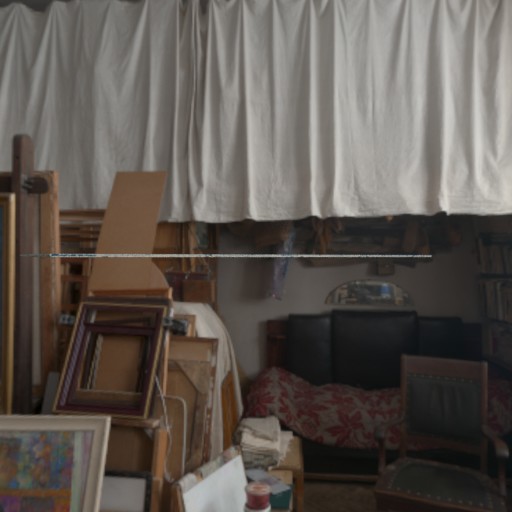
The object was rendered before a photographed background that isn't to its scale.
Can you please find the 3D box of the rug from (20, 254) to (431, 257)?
[{"bbox_3d":[0.000,0.000,2.670,2.434,0.013,0.770,0,0,-35],"label":"rug"}]
